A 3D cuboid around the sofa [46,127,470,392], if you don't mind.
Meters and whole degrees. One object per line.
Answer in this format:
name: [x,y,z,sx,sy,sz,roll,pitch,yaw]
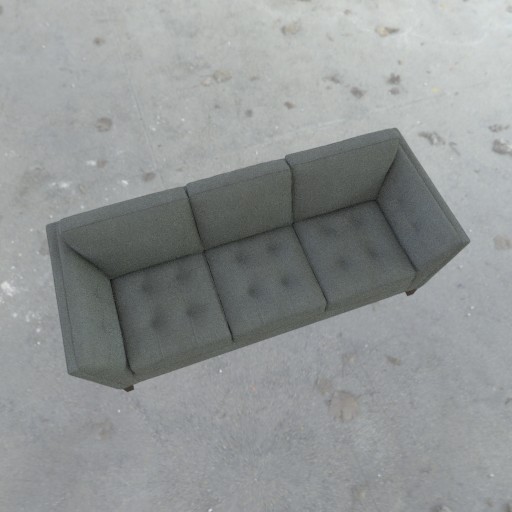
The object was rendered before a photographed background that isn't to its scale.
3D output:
sofa: [0.000,0.000,2.937,2.387,0.940,0.965,-17,65,-8]
